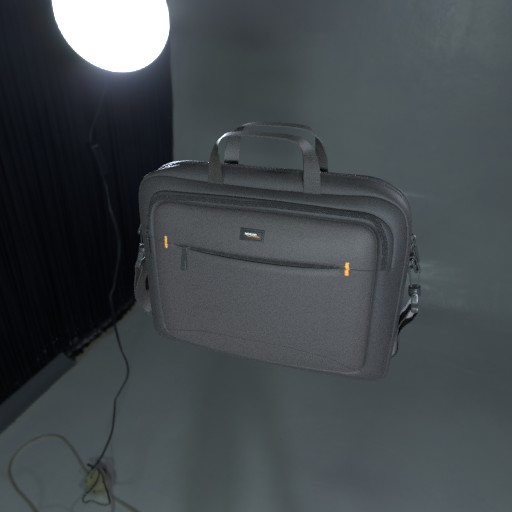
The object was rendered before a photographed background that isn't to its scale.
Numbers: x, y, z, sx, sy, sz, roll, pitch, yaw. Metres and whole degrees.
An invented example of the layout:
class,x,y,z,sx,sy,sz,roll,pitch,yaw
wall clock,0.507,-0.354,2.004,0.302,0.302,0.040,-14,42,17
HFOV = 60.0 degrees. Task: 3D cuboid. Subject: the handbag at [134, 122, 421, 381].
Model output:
class,x,y,z,sx,sy,sz,roll,pitch,yaw
handbag,0.000,0.000,0.591,0.429,0.330,0.126,8,28,16
